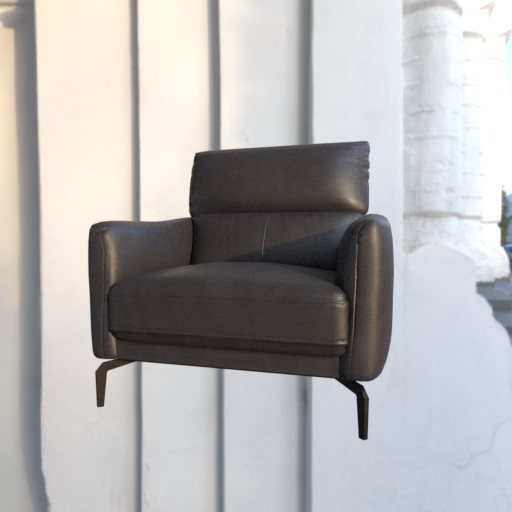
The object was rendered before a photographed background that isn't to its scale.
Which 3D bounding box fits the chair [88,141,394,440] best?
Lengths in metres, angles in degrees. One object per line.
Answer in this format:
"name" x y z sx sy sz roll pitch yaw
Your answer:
"chair" 0.000 0.000 1.643 0.976 0.949 0.809 1 2 17
